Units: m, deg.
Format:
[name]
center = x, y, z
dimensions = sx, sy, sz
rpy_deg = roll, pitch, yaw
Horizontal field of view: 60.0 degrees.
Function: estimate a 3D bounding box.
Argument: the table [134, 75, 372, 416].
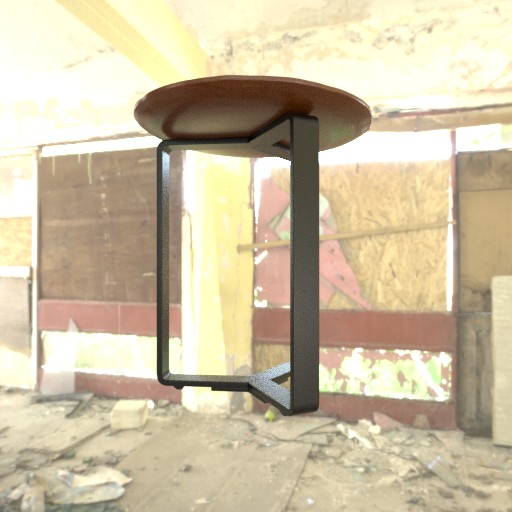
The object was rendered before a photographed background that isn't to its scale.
[table]
center = 0.000, 0.000, 0.750
dimensions = 0.380, 0.450, 0.410
rpy_deg = 0, 0, 36
